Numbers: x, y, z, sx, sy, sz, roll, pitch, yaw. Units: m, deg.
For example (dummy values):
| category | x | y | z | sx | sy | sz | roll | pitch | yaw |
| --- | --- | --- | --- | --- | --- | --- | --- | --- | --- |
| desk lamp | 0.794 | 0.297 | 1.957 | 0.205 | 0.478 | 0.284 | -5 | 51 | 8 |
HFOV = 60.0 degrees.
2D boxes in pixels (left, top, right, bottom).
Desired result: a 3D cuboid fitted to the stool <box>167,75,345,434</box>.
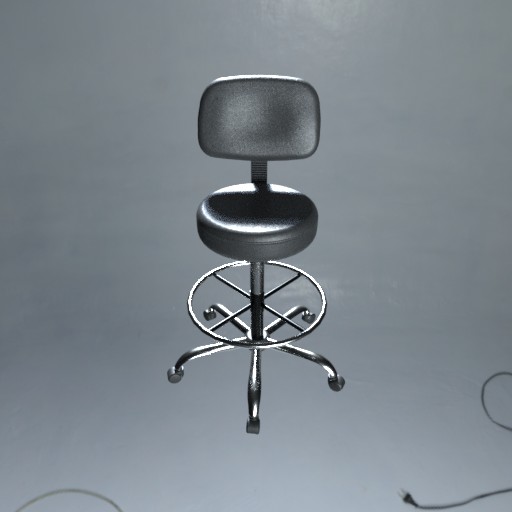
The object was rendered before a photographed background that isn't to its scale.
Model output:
| category | x | y | z | sx | sy | sz | roll | pitch | yaw |
| --- | --- | --- | --- | --- | --- | --- | --- | --- | --- |
| stool | 0.000 | 0.000 | 1.524 | 0.694 | 1.069 | 0.658 | 1 | 32 | 2 |
